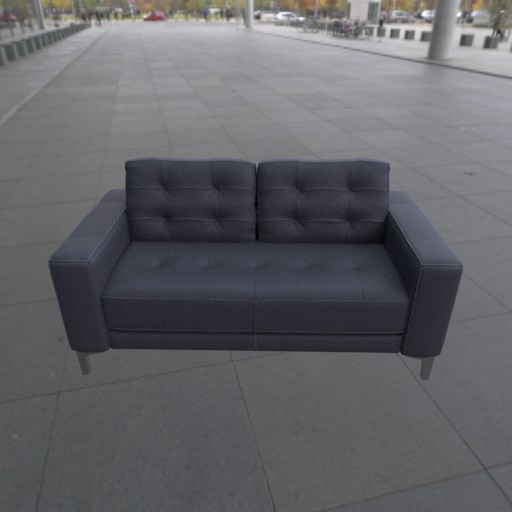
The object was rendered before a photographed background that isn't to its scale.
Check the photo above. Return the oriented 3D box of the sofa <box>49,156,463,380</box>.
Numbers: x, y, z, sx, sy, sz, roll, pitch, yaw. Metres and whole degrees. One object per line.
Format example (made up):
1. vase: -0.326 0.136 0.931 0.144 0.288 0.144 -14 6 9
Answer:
1. sofa: 0.000 0.000 2.228 1.726 0.893 0.833 1 29 1
